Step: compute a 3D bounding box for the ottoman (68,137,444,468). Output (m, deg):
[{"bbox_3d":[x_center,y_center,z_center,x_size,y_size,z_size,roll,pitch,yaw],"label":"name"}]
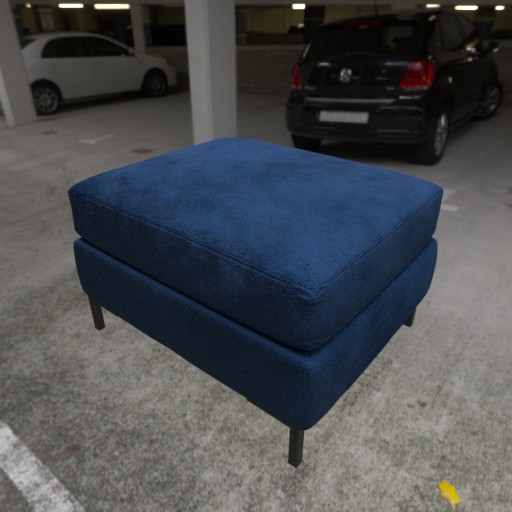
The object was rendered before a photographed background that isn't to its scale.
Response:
[{"bbox_3d":[0.000,0.000,1.209,0.794,0.485,0.655,22,36,33],"label":"ottoman"}]
